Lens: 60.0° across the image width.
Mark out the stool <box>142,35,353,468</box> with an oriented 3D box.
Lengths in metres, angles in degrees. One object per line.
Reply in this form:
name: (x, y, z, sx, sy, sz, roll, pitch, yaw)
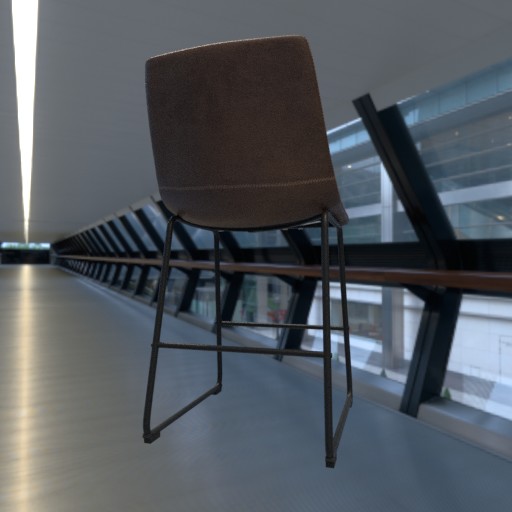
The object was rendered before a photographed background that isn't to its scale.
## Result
stool: (0.000, 0.000, 1.178, 0.460, 0.890, 0.550, 0, -1, 17)
